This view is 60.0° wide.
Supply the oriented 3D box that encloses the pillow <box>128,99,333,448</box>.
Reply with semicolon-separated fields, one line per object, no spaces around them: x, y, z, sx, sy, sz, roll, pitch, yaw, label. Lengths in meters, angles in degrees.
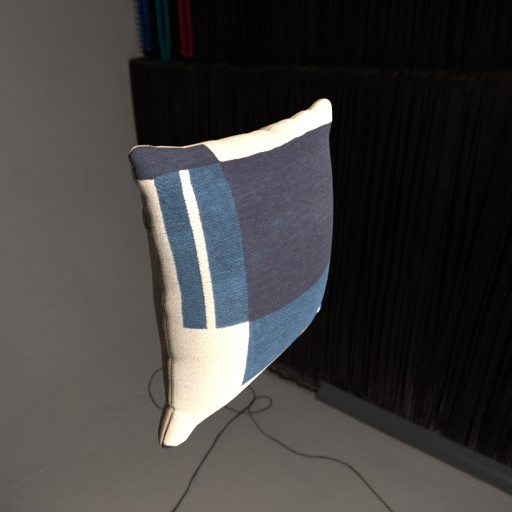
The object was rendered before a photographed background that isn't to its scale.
0.000;0.000;0.818;0.229;0.506;0.536;17;31;31;pillow
